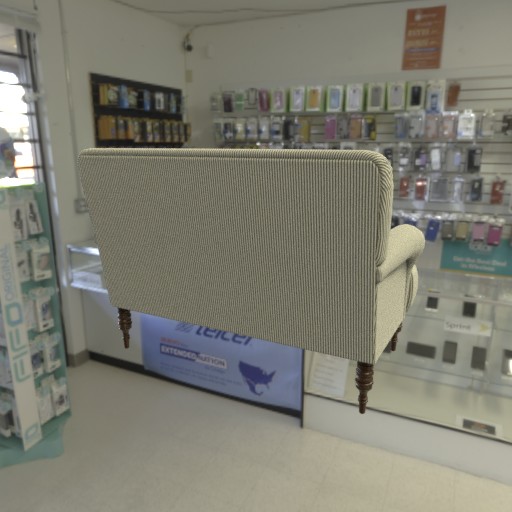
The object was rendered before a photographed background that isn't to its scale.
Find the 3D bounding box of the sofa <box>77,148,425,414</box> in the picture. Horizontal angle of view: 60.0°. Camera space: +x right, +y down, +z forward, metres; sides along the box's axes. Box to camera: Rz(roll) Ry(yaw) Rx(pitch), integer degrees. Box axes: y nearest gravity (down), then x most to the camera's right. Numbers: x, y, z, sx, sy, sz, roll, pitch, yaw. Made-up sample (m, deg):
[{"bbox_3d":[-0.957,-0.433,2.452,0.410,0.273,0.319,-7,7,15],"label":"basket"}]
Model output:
[{"bbox_3d":[0.000,0.000,1.874,1.297,0.889,0.779,7,16,27],"label":"sofa"}]
